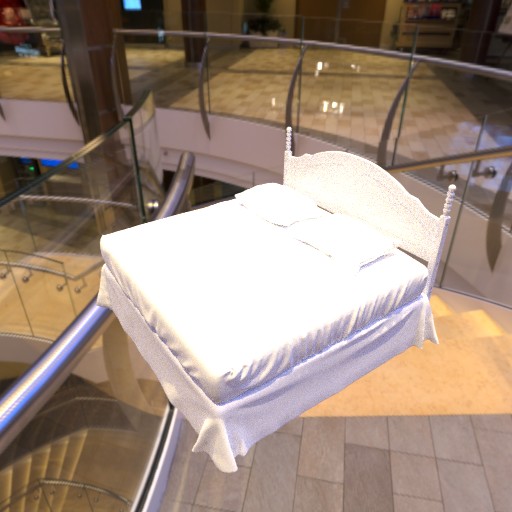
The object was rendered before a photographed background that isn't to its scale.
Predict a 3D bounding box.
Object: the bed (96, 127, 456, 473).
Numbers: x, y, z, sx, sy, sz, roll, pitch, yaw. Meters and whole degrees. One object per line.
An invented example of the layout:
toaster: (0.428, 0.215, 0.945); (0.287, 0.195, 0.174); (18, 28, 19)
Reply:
bed: (0.000, 0.000, 3.637); (2.219, 1.355, 2.322); (-20, 37, -30)
